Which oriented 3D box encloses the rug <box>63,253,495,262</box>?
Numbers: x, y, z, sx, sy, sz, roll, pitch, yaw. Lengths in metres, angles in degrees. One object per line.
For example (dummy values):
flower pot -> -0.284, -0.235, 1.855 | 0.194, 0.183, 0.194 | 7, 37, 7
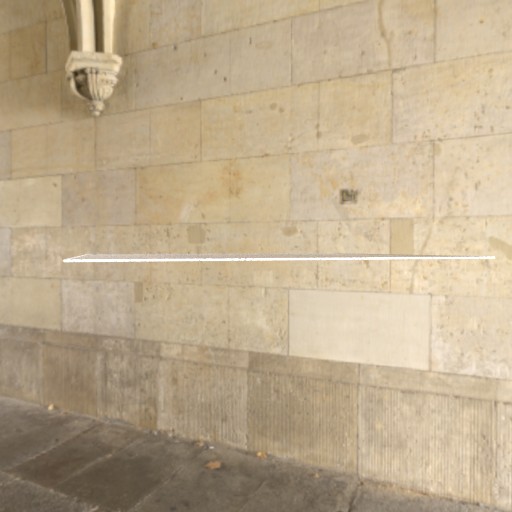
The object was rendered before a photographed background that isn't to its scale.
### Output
rug -> 0.000, 0.000, 4.079 | 3.049, 0.015, 2.457 | 0, 1, -18
